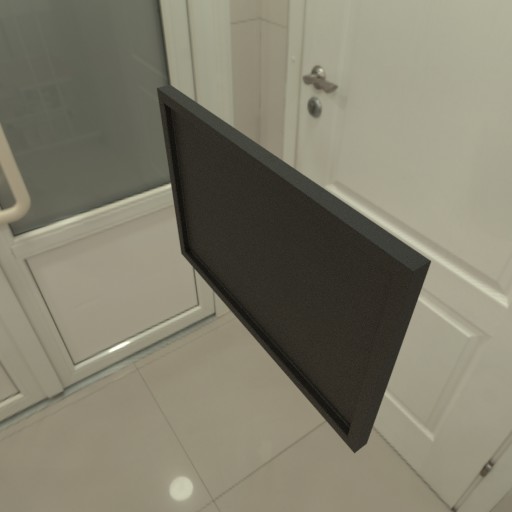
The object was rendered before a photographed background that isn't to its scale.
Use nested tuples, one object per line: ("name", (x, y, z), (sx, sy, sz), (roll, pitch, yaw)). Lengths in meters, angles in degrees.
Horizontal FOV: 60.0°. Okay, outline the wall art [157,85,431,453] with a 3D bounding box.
("wall art", (0.000, 0.000, 0.573), (0.021, 0.301, 0.443), (-25, 47, -25))
